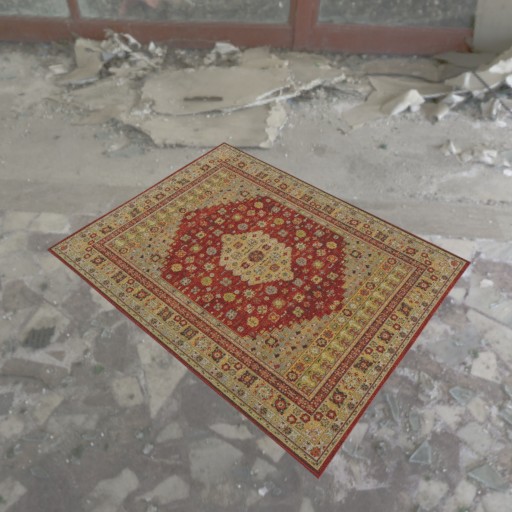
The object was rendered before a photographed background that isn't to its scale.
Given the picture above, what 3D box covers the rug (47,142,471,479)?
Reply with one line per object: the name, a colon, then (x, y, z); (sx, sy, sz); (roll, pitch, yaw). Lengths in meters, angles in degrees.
rug: (0.000, 0.000, 4.036); (3.053, 0.013, 2.387); (32, 54, 27)
